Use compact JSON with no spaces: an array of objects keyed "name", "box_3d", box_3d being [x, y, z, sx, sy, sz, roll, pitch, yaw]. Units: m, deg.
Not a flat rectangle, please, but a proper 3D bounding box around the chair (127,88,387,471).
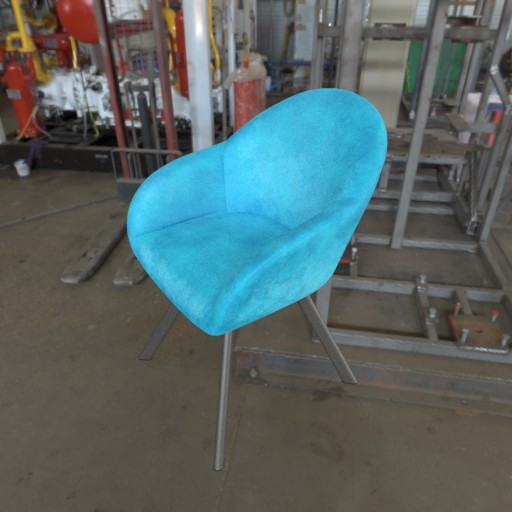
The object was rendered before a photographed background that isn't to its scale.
[{"name":"chair","box_3d":[0.000,0.000,1.196,0.590,0.795,0.550,-21,37,-30]}]
